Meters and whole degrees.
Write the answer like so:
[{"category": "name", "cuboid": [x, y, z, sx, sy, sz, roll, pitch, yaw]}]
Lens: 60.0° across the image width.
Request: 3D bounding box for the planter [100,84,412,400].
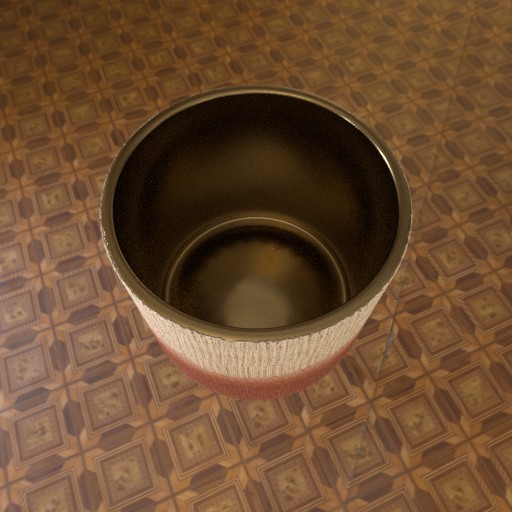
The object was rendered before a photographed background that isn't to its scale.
[{"category": "planter", "cuboid": [0.000, 0.000, 0.453, 0.254, 0.221, 0.254, 0, 62, 0]}]
